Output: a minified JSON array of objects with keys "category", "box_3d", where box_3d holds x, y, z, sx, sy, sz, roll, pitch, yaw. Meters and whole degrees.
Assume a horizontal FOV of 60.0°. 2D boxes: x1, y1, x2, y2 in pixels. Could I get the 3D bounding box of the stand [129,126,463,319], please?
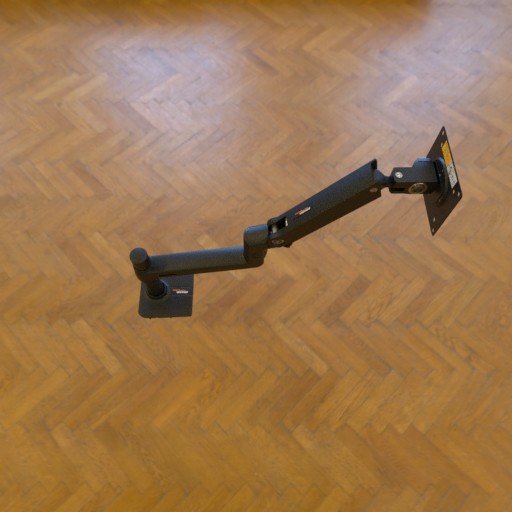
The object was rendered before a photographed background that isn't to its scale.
[{"category":"stand","box_3d":[0.000,0.000,1.048,0.650,0.713,0.152,-1,64,0]}]
